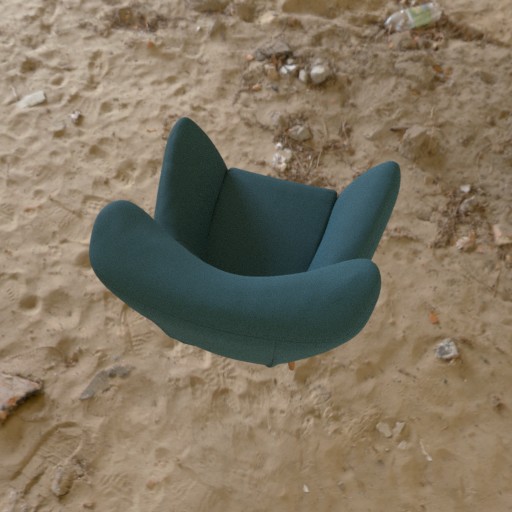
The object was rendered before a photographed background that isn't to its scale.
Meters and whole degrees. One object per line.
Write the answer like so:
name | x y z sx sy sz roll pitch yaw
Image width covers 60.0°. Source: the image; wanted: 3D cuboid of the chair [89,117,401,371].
chair | 0.000 0.000 1.637 0.890 0.889 0.889 14 62 8
